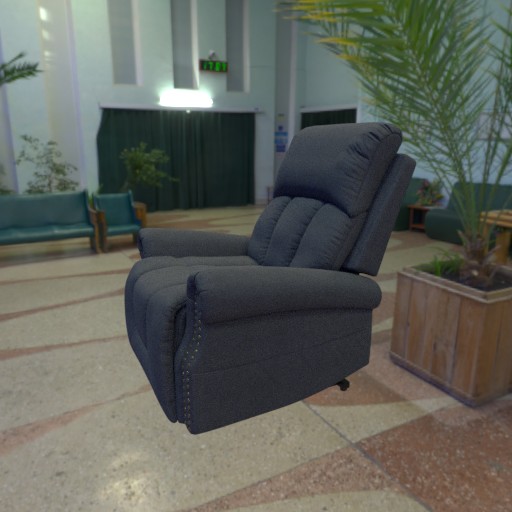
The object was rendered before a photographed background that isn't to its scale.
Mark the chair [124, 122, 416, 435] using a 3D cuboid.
[{"bbox_3d":[0.000,0.000,1.778,0.979,1.031,0.871,-7,16,-25],"label":"chair"}]
